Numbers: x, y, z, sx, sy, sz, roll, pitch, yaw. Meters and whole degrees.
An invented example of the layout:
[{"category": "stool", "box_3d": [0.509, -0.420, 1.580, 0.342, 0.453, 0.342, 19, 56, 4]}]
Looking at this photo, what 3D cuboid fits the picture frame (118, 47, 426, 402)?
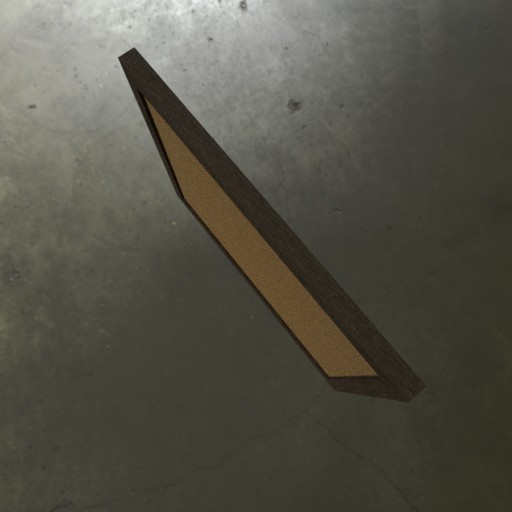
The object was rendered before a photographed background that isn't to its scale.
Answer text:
[{"category": "picture frame", "box_3d": [0.000, 0.000, 0.742, 0.026, 0.455, 0.546, -37, 78, -10]}]
